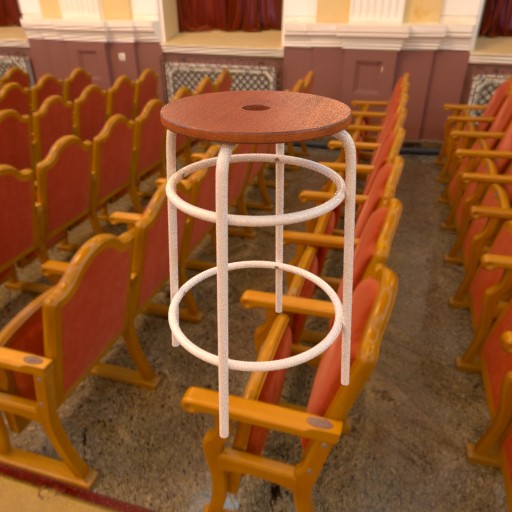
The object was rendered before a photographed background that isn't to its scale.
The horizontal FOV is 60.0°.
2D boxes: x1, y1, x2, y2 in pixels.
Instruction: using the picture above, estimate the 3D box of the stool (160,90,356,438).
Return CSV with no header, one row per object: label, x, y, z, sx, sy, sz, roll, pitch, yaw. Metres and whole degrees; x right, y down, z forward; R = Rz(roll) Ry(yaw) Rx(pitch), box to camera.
stool,0.000,0.000,0.939,0.455,0.610,0.455,9,32,15
